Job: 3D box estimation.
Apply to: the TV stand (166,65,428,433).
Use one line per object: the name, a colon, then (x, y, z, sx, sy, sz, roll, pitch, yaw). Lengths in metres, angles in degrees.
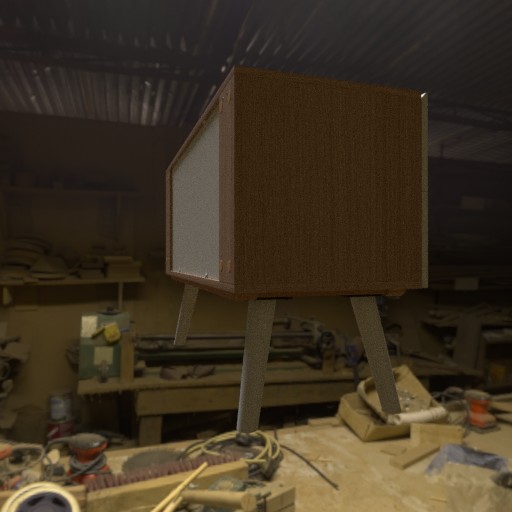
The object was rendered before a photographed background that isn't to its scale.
TV stand: (0.000, 0.000, 1.303, 0.407, 0.660, 0.991, 0, 0, -18)
